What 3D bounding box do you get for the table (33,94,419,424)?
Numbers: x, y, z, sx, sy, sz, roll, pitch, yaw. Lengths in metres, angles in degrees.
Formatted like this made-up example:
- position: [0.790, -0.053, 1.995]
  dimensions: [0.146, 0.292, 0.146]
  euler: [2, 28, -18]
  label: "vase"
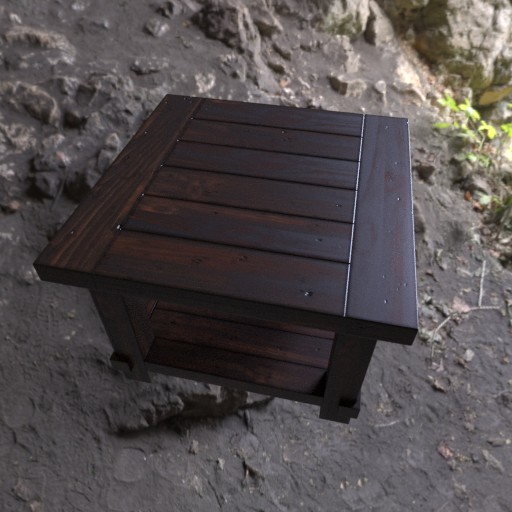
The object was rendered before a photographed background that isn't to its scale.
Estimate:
- position: [0.000, 0.000, 1.018]
  dimensions: [0.593, 0.437, 0.606]
  euler: [9, 46, 9]
  label: "table"
